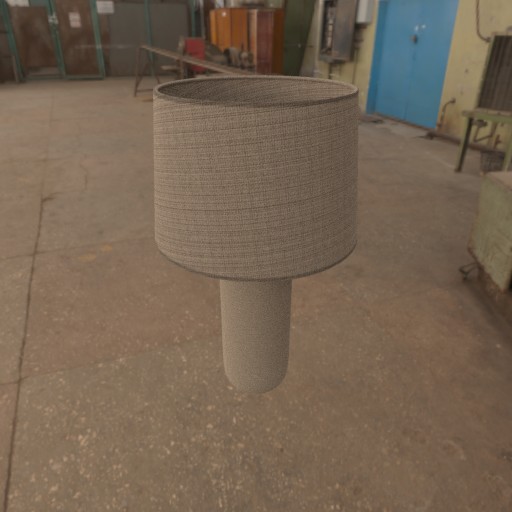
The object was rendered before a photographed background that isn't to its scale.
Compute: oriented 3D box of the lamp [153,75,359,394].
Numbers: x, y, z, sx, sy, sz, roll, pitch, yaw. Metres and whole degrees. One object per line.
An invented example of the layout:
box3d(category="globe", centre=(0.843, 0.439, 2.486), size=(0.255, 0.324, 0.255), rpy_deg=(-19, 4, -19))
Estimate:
box3d(category="lamp", centre=(0.000, 0.000, 0.844), size=(0.367, 0.609, 0.367), rpy_deg=(0, 28, 0))
